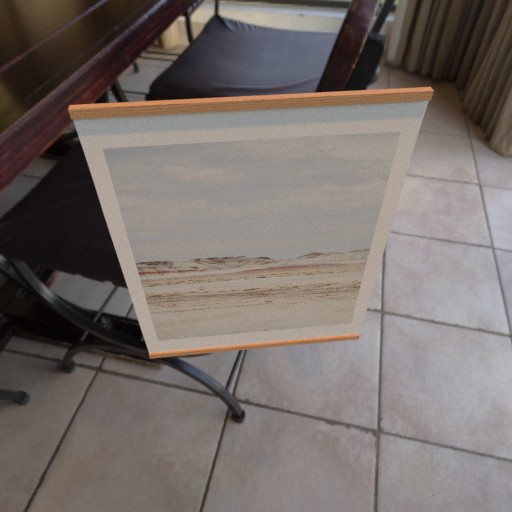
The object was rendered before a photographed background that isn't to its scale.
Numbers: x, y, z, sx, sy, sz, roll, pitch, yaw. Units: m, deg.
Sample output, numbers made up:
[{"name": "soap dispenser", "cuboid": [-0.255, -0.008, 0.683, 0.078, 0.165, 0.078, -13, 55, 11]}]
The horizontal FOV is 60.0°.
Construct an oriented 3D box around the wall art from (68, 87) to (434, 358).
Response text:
[{"name": "wall art", "cuboid": [0.000, 0.000, 0.674, 0.404, 0.507, 0.010, -4, 46, -4]}]
